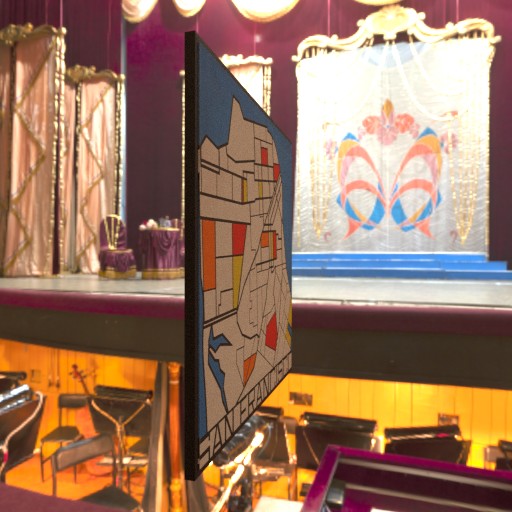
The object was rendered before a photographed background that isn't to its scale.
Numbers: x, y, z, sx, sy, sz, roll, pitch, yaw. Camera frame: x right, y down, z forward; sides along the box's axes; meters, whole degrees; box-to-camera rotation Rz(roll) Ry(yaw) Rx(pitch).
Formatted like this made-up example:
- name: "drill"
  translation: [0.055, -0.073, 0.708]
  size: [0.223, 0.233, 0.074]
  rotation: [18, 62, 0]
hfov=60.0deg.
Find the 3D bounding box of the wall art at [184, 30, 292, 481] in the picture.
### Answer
- name: "wall art"
  translation: [0.000, 0.000, 0.670]
  size: [0.013, 0.457, 0.458]
  rotation: [0, 0, 17]
